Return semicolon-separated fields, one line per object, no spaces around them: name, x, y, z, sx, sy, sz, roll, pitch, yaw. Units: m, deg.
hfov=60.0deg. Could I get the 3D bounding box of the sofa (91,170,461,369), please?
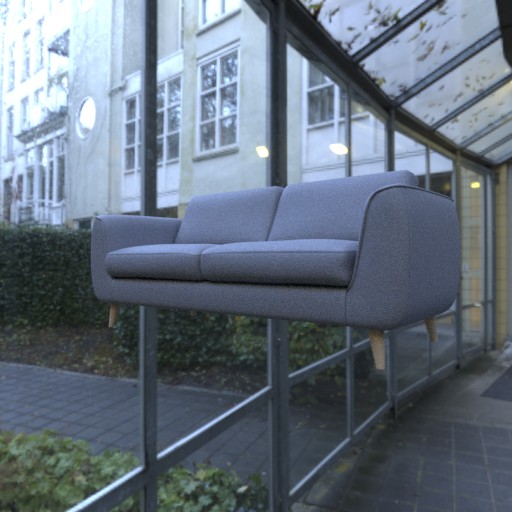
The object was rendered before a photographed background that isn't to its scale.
sofa;0.000;0.000;2.528;2.000;0.870;0.920;0;-1;38
